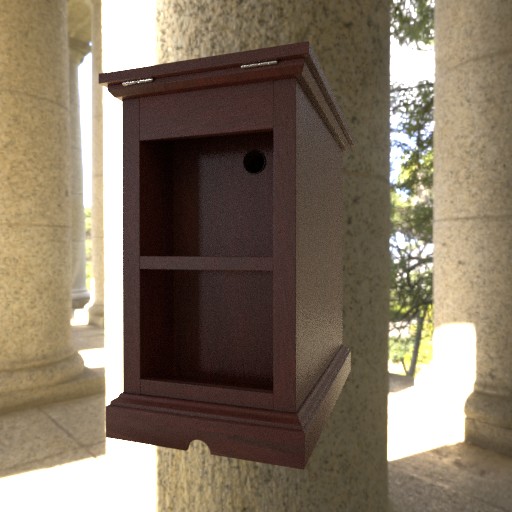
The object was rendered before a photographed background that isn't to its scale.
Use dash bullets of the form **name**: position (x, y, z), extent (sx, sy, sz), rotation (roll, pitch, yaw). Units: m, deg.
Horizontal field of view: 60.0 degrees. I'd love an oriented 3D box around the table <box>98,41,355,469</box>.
- **table**: position (0.000, 0.000, 0.960), extent (0.356, 0.612, 0.584), rotation (0, 1, 19)
